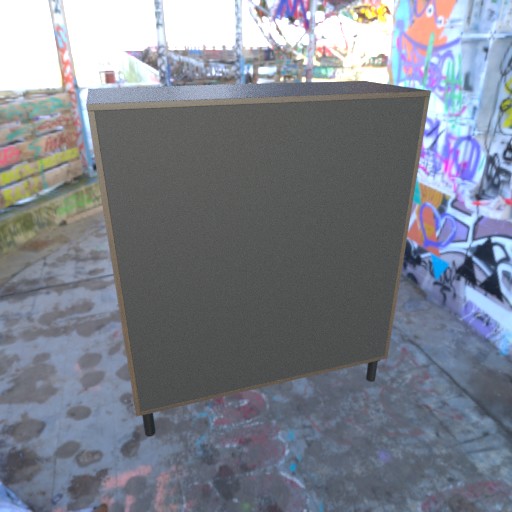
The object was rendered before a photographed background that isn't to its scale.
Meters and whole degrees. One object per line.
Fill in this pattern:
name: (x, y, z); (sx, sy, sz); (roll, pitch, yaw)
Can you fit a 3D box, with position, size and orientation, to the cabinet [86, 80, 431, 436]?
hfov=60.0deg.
cabinet: (0.000, 0.000, 1.658); (1.010, 1.170, 0.400); (-8, 27, -16)
